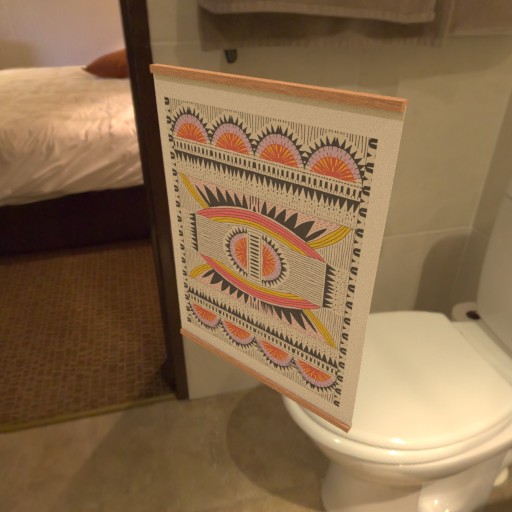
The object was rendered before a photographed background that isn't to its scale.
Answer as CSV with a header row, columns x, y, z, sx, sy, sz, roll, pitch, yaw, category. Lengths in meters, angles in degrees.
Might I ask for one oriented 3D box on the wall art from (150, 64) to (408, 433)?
x,y,z,sx,sy,sz,roll,pitch,yaw,category
0.000,0.000,1.349,0.765,1.016,0.028,22,38,32,wall art
